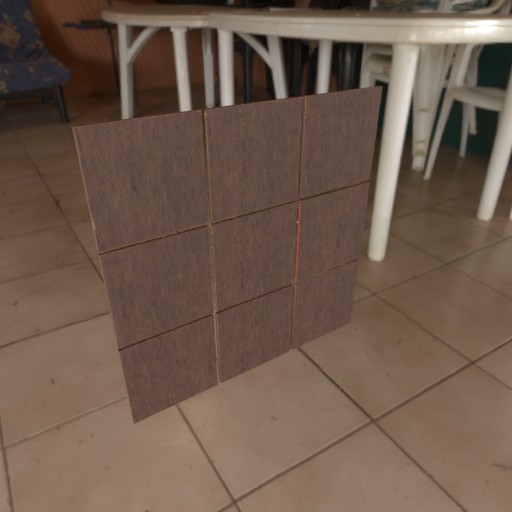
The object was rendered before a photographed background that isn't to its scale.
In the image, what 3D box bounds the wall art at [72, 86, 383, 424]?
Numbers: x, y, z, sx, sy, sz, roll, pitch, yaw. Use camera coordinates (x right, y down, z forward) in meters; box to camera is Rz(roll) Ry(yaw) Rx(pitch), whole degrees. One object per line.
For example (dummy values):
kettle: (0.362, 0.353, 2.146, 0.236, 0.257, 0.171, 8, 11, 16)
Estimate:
wall art: (0.000, 0.000, 1.372, 0.915, 0.914, 0.013, -18, 35, -28)
